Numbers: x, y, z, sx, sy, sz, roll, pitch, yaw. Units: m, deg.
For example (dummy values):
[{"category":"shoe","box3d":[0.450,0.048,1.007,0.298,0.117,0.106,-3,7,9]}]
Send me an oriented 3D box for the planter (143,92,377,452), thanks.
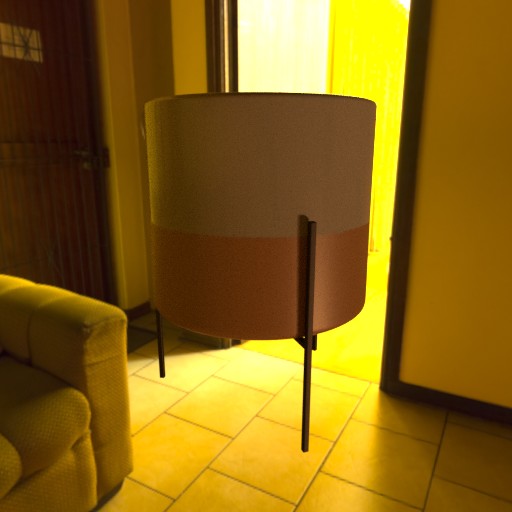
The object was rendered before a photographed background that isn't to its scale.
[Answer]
[{"category":"planter","box3d":[0.000,0.000,0.733,0.360,0.480,0.348,2,15,9]}]
